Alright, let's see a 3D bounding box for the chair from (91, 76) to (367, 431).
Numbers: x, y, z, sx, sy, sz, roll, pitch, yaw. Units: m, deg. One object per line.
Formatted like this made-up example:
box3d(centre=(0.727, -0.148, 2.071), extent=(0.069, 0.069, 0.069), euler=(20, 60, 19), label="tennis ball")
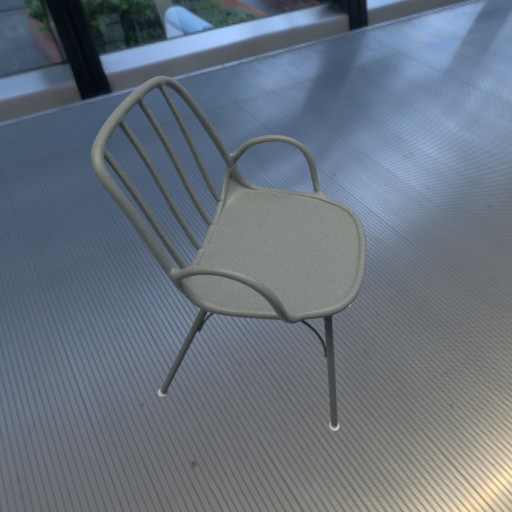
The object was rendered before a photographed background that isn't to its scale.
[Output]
box3d(centre=(0.000, 0.000, 1.195), extent=(0.597, 0.816, 0.549), euler=(9, 46, 9), label="chair")
